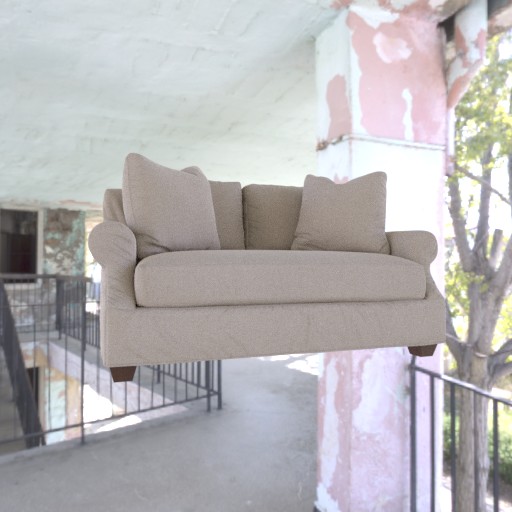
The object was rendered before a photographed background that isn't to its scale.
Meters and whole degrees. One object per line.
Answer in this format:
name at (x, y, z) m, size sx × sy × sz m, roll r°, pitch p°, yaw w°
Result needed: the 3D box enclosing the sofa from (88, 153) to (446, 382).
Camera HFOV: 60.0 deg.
sofa at (0.000, 0.000, 2.199) m, size 1.550 × 0.905 × 1.070 m, roll 0°, pitch -1°, yaw -19°
